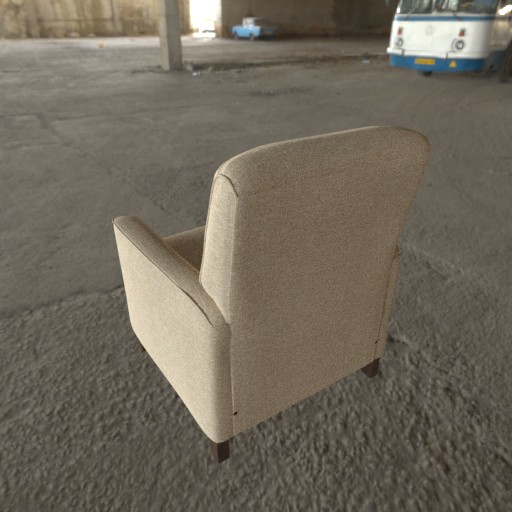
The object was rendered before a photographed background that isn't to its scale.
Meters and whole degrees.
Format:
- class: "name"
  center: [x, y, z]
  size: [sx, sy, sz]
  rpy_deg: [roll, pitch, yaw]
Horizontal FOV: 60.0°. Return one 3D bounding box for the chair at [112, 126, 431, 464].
- class: "chair"
  center: [0.000, 0.000, 1.642]
  size: [0.841, 1.028, 0.858]
  rpy_deg: [-18, 33, -29]
